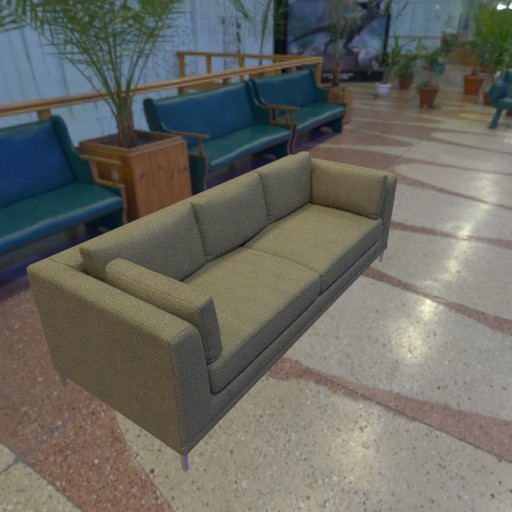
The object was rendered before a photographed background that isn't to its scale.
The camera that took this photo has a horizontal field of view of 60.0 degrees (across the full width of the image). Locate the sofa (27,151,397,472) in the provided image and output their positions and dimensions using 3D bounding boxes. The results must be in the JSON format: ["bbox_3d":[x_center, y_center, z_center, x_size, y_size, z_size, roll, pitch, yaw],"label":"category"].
[{"bbox_3d":[0.000,0.000,2.860,0.969,0.867,2.415,18,33,30],"label":"sofa"}]
